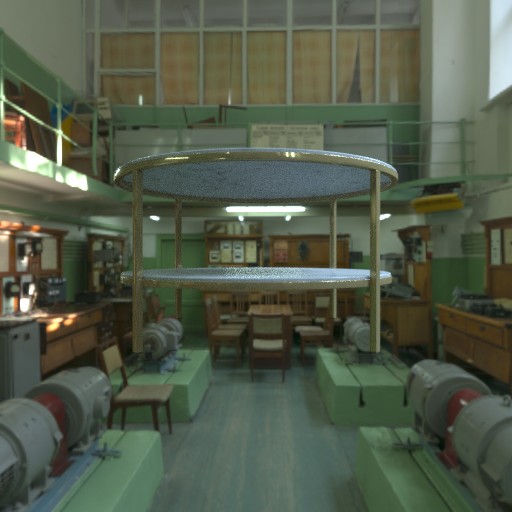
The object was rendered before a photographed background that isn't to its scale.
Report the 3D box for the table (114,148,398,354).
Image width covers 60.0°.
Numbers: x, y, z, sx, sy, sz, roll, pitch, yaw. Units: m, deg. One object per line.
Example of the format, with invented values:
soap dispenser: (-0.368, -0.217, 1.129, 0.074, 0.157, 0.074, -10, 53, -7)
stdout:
table: (0.000, 0.000, 1.312, 0.800, 0.450, 0.800, 0, 0, 0)
